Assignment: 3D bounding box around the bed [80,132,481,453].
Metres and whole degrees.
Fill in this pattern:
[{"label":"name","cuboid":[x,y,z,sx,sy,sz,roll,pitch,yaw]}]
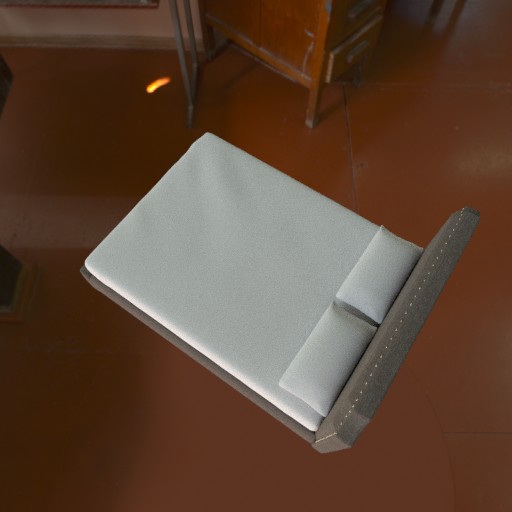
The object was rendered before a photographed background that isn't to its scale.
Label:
[{"label":"bed","cuboid":[0.000,0.000,3.406,2.381,1.457,1.713,32,68,14]}]
